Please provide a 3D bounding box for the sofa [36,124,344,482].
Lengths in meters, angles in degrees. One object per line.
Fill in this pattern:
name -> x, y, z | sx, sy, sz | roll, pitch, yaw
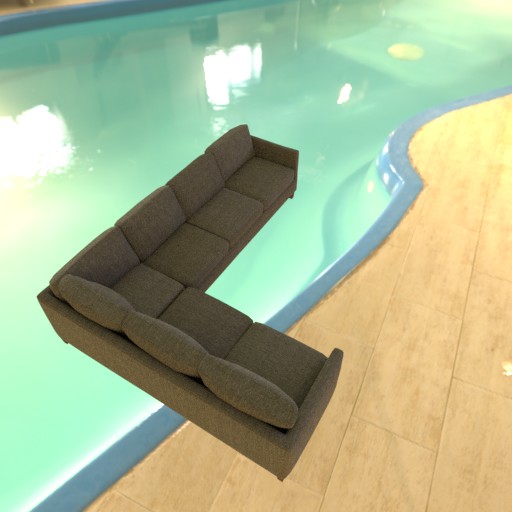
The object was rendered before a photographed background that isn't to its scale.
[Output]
sofa -> 0.000, 0.000, 4.555 | 2.593, 0.947, 3.302 | 24, 51, 21
